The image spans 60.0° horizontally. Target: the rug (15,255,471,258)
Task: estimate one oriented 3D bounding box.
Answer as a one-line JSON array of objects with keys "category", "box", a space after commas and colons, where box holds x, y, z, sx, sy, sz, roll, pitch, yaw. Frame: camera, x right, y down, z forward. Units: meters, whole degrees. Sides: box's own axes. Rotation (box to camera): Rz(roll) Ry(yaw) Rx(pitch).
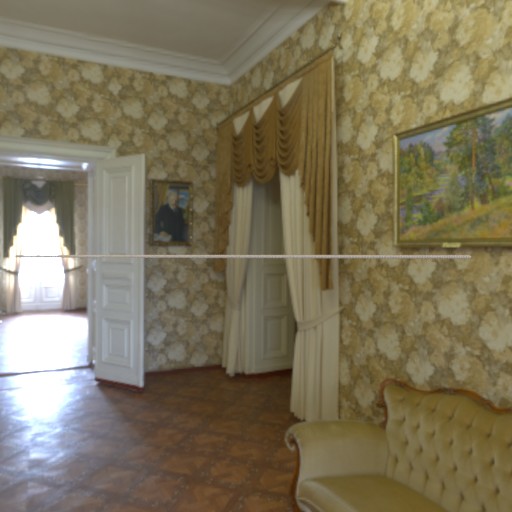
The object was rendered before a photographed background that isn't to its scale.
[{"category": "rug", "box": [0.000, 0.000, 2.801, 2.294, 0.014, 1.528, 0, 0, 18]}]
